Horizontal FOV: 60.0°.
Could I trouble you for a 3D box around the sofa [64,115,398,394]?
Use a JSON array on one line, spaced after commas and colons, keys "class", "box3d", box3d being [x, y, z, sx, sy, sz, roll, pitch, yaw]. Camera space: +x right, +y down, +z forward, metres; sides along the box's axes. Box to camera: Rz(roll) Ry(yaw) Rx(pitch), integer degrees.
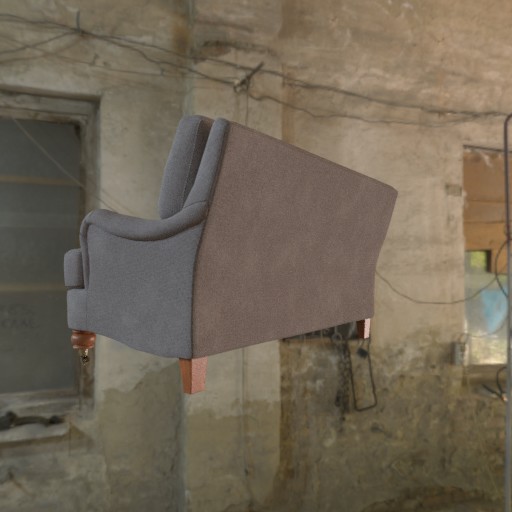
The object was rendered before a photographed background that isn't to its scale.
[{"class": "sofa", "box3d": [0.000, 0.000, 2.583, 1.084, 1.101, 1.853, -1, -2, 37]}]
